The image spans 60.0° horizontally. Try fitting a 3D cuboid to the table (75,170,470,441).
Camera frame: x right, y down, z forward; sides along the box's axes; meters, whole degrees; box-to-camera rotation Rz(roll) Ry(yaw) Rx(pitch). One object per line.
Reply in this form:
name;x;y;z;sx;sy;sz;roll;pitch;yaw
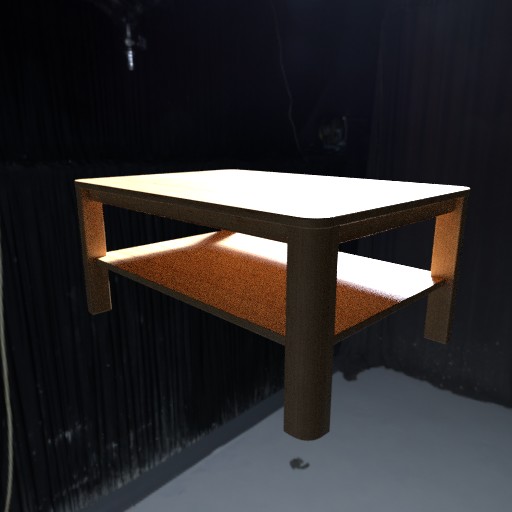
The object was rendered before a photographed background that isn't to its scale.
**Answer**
table;0.000;0.000;1.374;0.696;0.445;0.997;-14;21;-43
